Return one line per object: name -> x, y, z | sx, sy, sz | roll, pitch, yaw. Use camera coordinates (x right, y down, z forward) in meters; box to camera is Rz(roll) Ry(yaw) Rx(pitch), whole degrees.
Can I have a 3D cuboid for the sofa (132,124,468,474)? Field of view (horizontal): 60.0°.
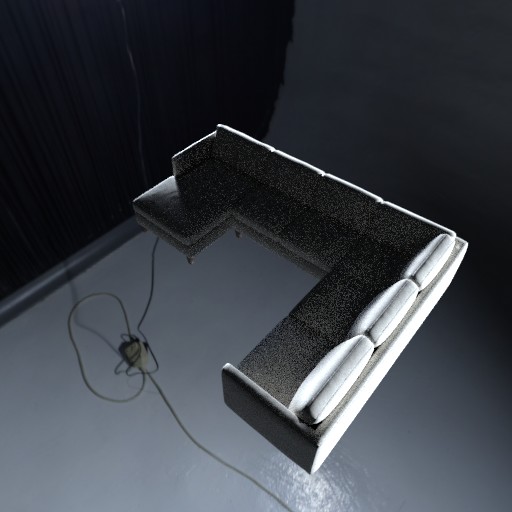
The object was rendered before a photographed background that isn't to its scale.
sofa -> 0.000, 0.000, 4.462 | 3.238, 0.853, 2.551 | 32, 55, 26
